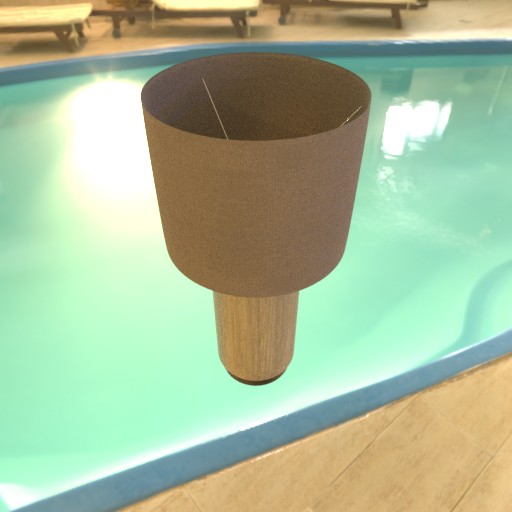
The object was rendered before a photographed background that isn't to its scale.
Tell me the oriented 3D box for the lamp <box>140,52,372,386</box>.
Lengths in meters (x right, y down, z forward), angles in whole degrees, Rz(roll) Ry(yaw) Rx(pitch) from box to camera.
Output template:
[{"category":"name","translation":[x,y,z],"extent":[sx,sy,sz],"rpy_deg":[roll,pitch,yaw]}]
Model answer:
[{"category":"lamp","translation":[0.000,0.000,0.587],"extent":[0.228,0.444,0.228],"rpy_deg":[-25,47,-25]}]
